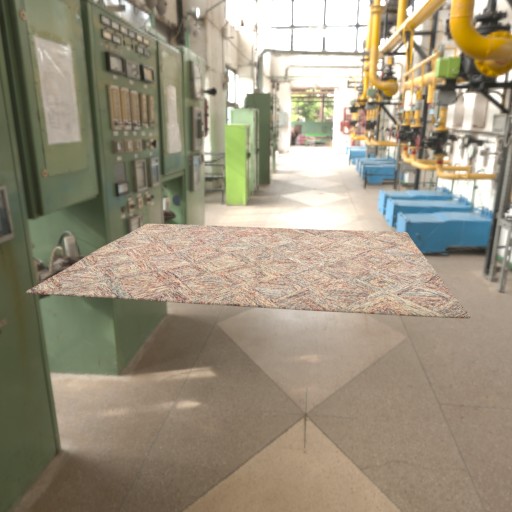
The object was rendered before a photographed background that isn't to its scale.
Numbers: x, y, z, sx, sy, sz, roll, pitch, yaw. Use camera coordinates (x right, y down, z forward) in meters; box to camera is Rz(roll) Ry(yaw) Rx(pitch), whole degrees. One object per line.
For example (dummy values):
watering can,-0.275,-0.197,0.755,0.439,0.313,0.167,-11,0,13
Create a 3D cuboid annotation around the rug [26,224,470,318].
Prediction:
rug,0.000,0.000,4.286,3.226,0.024,2.436,2,17,8
